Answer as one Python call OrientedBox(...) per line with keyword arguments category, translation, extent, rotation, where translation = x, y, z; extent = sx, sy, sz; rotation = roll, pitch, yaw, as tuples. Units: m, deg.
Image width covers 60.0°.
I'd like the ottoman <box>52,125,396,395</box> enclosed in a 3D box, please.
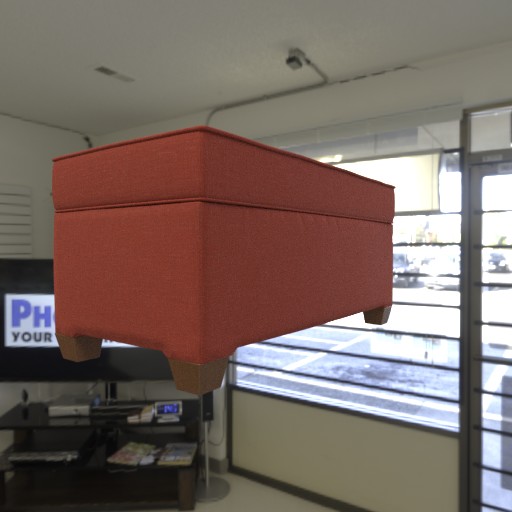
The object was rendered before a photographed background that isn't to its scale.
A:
OrientedBox(category="ottoman", translation=(0.000, 0.000, 1.227), extent=(0.497, 0.454, 0.948), rotation=(1, 1, 36))
